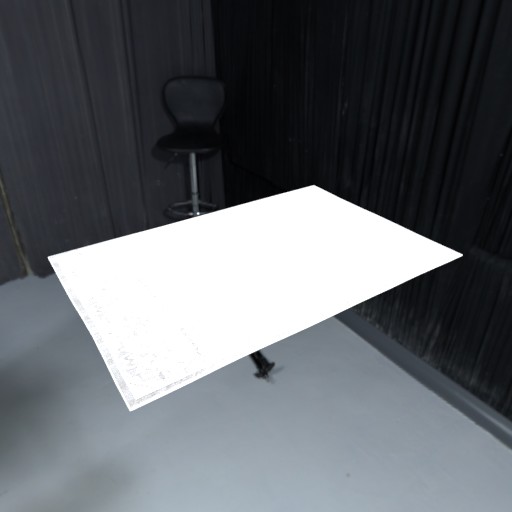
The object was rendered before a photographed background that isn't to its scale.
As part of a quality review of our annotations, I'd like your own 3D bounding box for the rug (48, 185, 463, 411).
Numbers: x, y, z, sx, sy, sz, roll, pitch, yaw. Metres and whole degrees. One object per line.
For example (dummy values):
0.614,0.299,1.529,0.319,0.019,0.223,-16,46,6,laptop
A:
0.000,0.000,3.515,2.746,0.018,1.819,-19,35,-29,rug
